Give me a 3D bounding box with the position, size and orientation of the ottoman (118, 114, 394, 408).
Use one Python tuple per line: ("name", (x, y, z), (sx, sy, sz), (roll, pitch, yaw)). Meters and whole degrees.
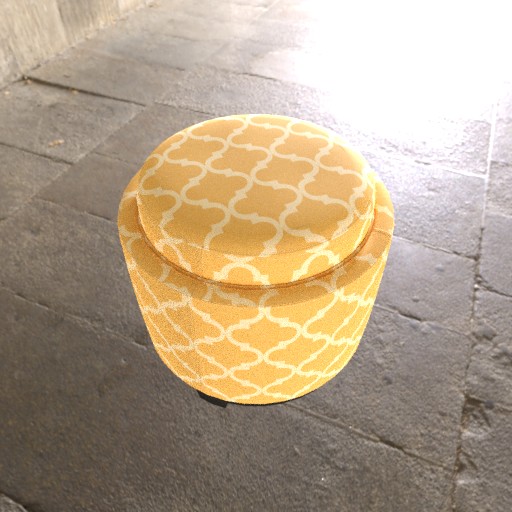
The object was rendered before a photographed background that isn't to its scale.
("ottoman", (0.000, 0.000, 0.874), (0.480, 0.429, 0.480), (0, 46, 0))
